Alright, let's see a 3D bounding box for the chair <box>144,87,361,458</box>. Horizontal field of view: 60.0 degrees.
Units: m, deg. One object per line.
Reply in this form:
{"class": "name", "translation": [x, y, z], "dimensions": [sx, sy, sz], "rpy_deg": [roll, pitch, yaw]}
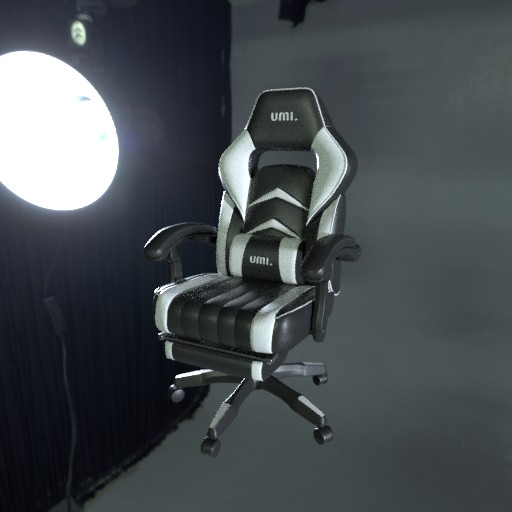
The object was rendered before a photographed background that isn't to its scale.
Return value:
{"class": "chair", "translation": [0.000, 0.000, 1.594], "dimensions": [0.676, 1.200, 0.700], "rpy_deg": [6, 15, 26]}
